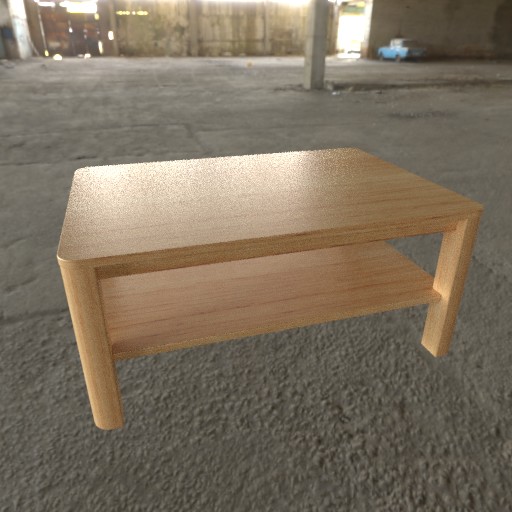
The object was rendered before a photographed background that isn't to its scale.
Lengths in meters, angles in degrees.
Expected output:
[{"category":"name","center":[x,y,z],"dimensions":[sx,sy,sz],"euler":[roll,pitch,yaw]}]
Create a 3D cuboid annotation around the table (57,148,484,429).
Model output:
[{"category":"table","center":[0.000,0.000,1.353],"dimensions":[0.997,0.445,0.696],"euler":[-8,27,-15]}]
